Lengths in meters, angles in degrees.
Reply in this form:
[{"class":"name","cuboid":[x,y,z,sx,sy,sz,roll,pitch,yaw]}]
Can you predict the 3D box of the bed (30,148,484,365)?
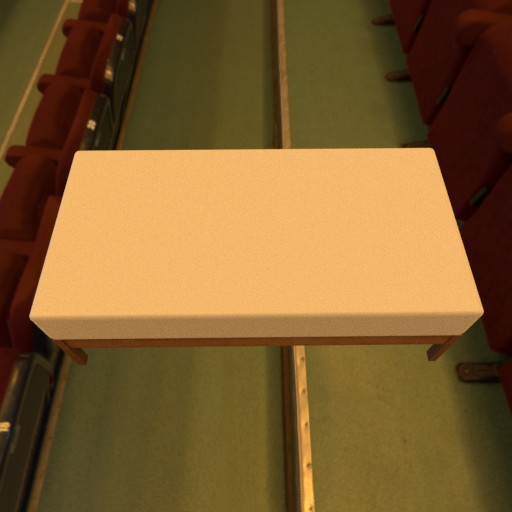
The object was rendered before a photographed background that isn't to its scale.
[{"class":"bed","cuboid":[0.000,0.000,2.341,1.902,0.616,0.961,-1,58,0]}]
